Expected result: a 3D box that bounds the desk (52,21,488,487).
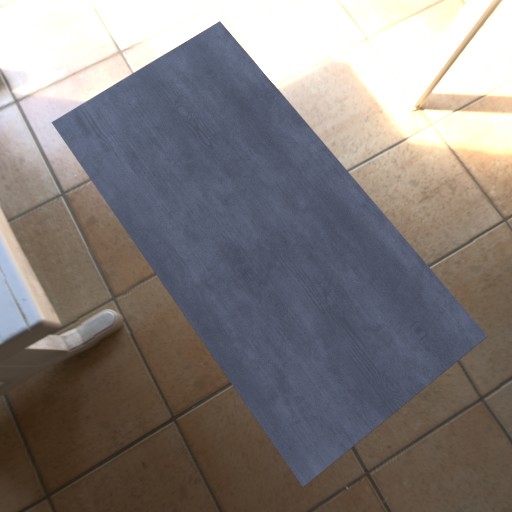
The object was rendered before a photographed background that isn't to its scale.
[{"bbox_3d":[0.000,0.000,1.573,0.600,0.740,1.200,-35,78,-8],"label":"desk"}]
